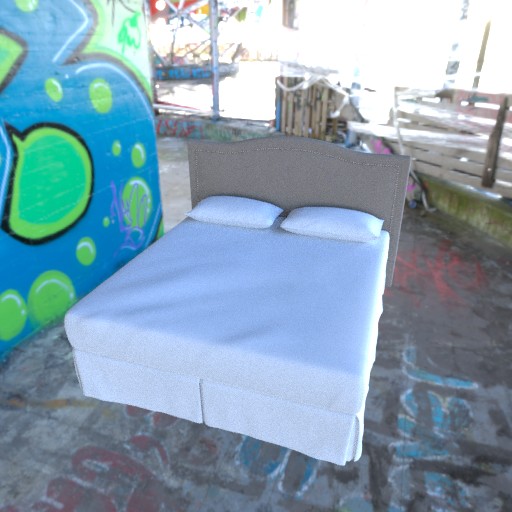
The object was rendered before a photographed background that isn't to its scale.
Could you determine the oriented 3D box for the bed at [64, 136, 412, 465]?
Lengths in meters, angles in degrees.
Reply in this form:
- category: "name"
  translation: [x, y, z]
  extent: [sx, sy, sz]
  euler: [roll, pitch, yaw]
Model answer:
- category: "bed"
  translation: [0.000, 0.000, 3.423]
  extent: [2.083, 1.421, 2.182]
  euler: [8, 28, 16]
